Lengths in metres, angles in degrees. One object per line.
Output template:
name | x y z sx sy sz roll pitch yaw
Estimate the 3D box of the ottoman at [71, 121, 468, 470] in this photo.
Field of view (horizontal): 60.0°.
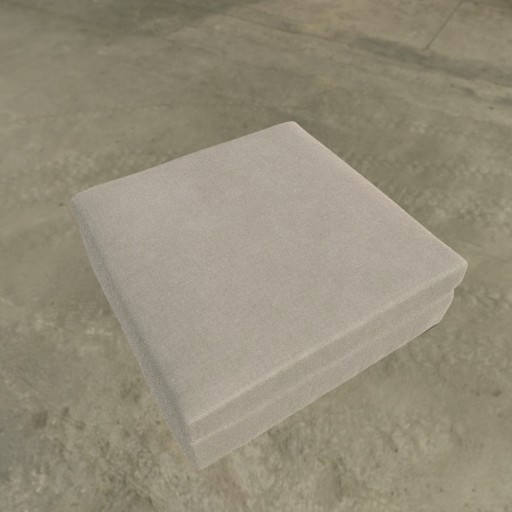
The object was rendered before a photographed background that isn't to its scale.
ottoman | 0.000 0.000 1.850 1.203 0.517 1.171 -25 53 -20
